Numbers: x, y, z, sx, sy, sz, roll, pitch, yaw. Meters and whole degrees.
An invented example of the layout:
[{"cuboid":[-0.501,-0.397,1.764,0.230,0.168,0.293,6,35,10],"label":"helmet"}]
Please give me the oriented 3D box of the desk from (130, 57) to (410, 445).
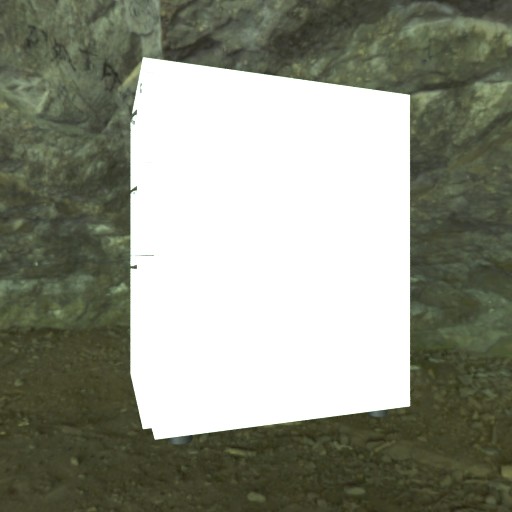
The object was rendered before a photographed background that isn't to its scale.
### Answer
[{"cuboid":[0.000,0.000,1.098,0.600,0.730,0.404,0,0,-19],"label":"desk"}]
